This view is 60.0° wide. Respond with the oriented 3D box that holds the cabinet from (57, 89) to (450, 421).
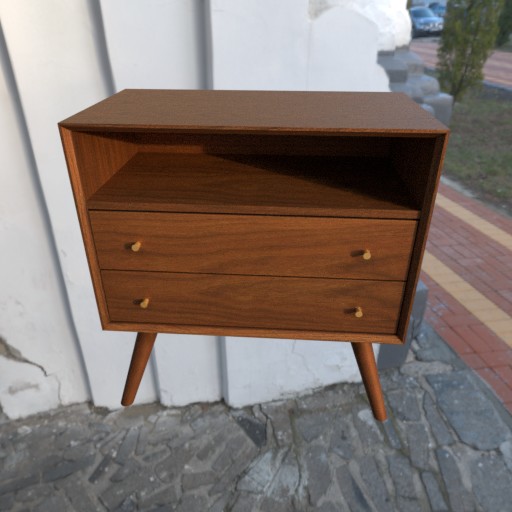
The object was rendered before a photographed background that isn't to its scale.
[{"bbox_3d":[0.000,0.000,1.143,0.712,0.748,0.388,2,30,4],"label":"cabinet"}]
